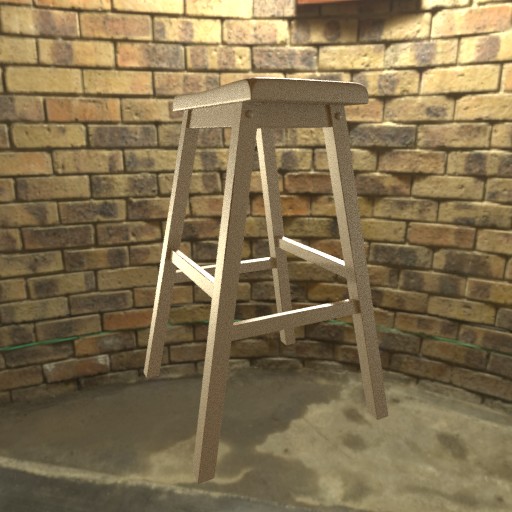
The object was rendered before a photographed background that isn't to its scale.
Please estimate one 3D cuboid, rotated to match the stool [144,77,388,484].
[{"bbox_3d":[0.000,0.000,1.050,0.476,0.737,0.457,-8,17,-25],"label":"stool"}]
